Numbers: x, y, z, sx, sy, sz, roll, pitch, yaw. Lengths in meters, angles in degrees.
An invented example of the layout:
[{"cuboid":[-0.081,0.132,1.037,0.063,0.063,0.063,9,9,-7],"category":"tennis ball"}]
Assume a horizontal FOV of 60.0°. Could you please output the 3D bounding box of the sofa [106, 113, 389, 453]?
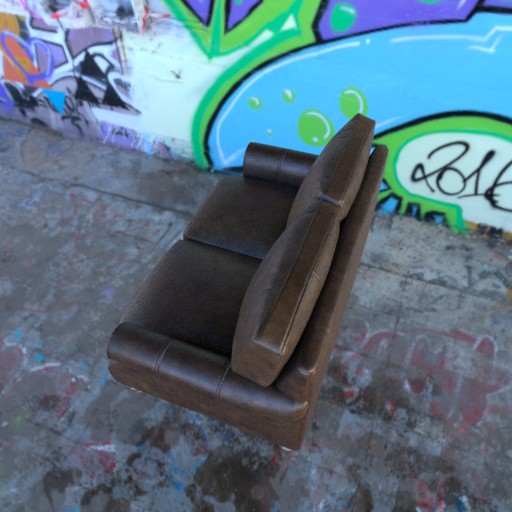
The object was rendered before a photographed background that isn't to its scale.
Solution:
[{"cuboid":[0.000,0.000,2.264,0.990,0.976,1.616,16,49,14],"category":"sofa"}]
